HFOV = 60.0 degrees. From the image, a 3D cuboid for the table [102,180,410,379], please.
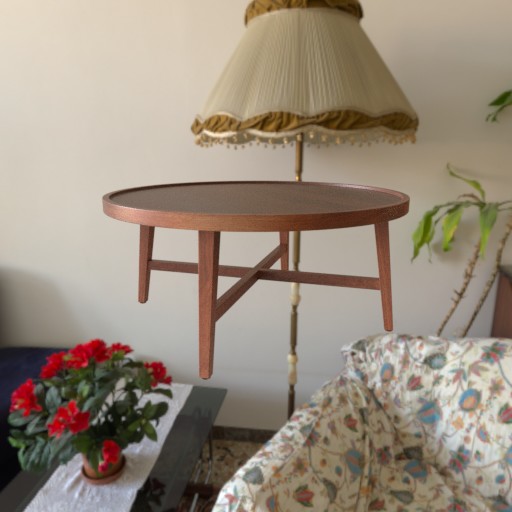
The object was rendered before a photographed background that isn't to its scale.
[{"bbox_3d":[0.000,0.000,1.259,0.800,0.360,0.800,0,14,0],"label":"table"}]
